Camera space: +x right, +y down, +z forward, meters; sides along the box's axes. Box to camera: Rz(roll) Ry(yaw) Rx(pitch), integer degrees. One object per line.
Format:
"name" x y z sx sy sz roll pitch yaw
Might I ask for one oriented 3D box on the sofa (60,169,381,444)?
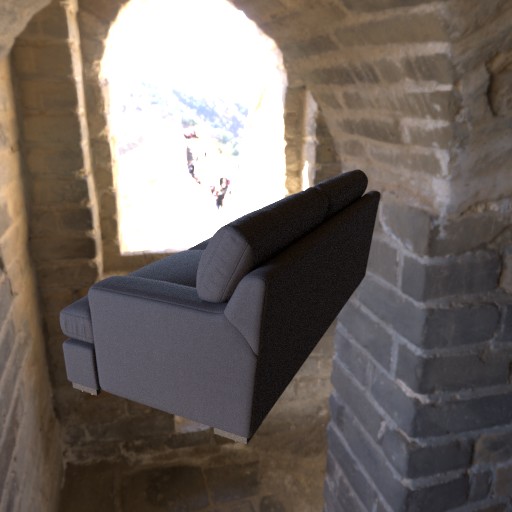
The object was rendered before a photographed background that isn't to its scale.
"sofa" 0.000 0.000 2.853 1.140 0.950 2.271 8 19 24
